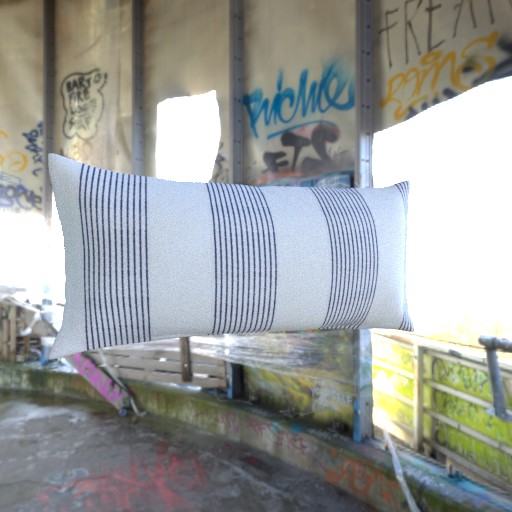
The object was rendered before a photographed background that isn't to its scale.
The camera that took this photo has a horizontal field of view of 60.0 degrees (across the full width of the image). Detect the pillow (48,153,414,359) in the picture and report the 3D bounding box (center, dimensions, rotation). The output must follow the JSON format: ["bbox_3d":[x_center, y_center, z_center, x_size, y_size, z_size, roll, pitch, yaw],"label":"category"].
[{"bbox_3d":[0.000,0.000,0.712,0.610,0.287,0.151,0,0,-19],"label":"pillow"}]
